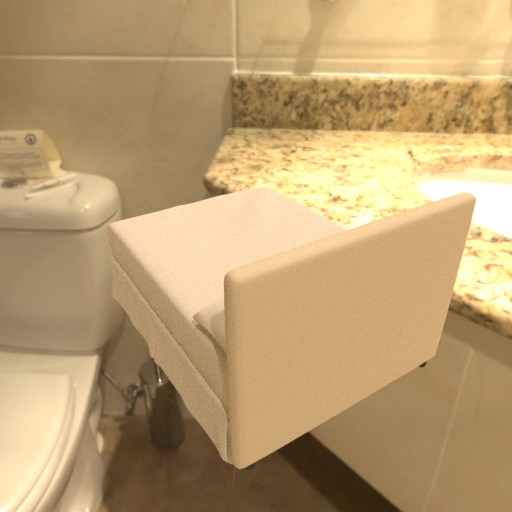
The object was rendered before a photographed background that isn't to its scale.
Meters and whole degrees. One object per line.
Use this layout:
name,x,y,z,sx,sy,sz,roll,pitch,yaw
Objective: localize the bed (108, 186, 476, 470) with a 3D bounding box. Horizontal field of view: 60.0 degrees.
bed,0.000,0.000,3.238,1.714,1.330,2.147,-18,35,-28
